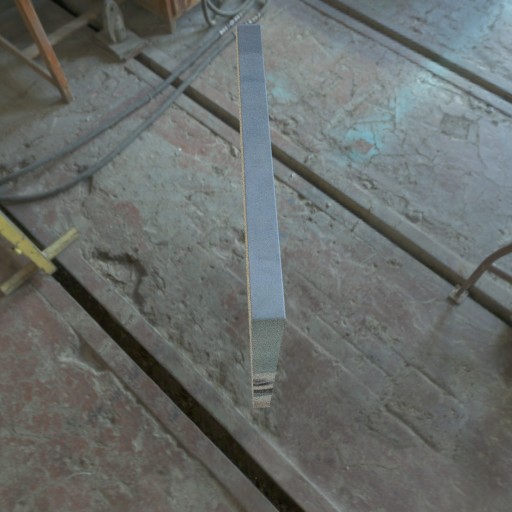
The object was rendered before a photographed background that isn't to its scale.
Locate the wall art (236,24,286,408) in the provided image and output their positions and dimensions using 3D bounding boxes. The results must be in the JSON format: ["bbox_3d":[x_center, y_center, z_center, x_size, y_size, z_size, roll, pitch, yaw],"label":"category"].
[{"bbox_3d":[0.000,0.000,0.819,0.037,0.613,0.455,-3,63,-1],"label":"wall art"}]
